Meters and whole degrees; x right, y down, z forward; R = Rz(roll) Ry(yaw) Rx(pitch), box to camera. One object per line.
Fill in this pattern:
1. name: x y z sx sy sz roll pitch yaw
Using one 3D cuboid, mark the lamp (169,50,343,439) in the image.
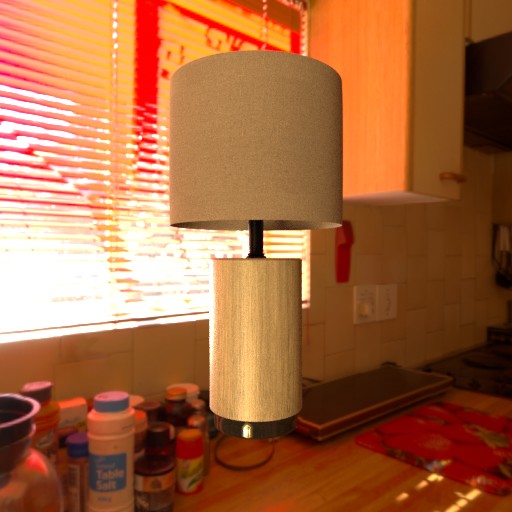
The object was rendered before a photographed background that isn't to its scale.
1. lamp: 0.000 0.000 0.591 0.228 0.444 0.228 0 0 19
